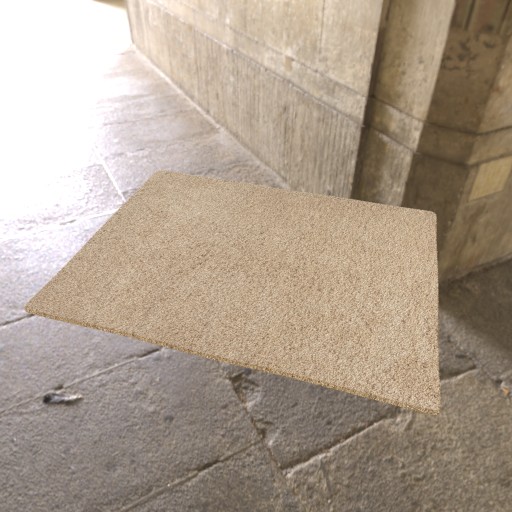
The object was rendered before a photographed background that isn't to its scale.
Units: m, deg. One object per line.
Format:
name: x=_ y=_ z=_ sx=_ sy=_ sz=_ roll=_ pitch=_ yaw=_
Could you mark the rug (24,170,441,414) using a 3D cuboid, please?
rug: x=0.000 y=0.000 z=2.045 sx=1.600 sy=0.025 sz=1.199 roll=11 pitch=41 yaw=13
